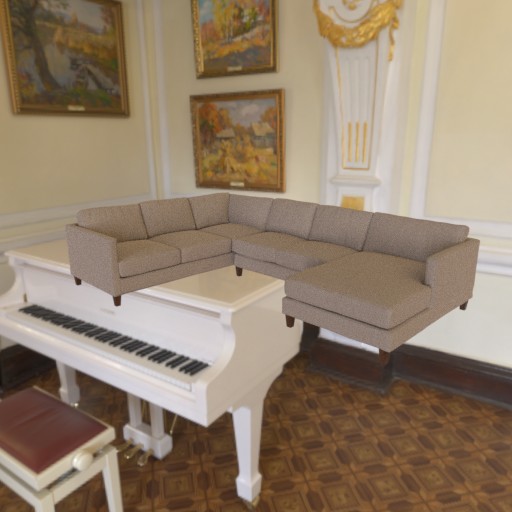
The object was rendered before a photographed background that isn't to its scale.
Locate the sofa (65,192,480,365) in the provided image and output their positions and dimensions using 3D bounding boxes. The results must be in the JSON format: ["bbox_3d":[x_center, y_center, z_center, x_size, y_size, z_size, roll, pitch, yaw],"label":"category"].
[{"bbox_3d":[0.000,0.000,4.479,2.424,0.865,3.438,-15,21,-43],"label":"sofa"}]
